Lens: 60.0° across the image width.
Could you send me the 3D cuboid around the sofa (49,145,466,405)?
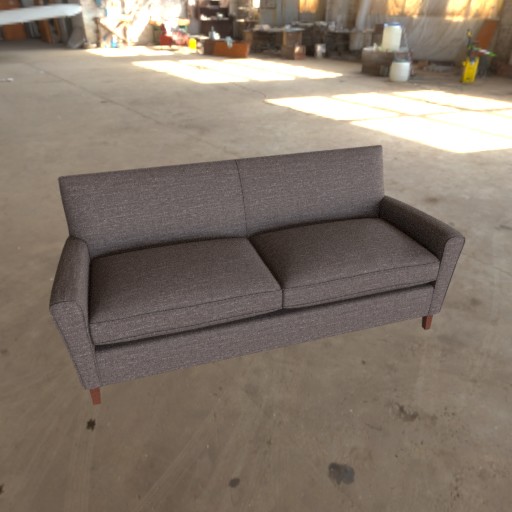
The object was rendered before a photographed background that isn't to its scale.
[{"bbox_3d":[0.000,0.000,2.425,1.976,0.846,0.875,-9,32,-15],"label":"sofa"}]
